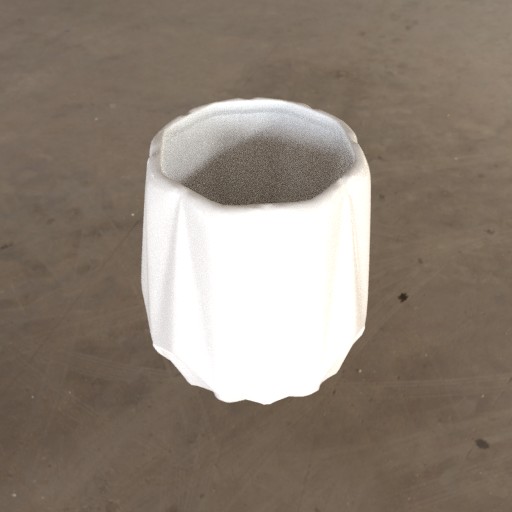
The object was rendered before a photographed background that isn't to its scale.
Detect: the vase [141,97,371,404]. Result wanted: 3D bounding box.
[{"bbox_3d":[0.000,0.000,0.263,0.141,0.152,0.141,0,45,0],"label":"vase"}]
